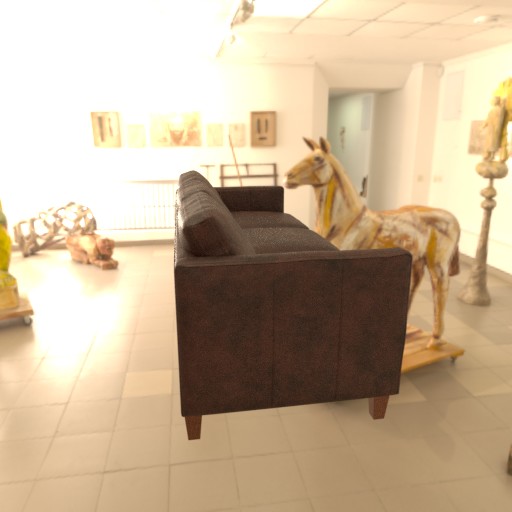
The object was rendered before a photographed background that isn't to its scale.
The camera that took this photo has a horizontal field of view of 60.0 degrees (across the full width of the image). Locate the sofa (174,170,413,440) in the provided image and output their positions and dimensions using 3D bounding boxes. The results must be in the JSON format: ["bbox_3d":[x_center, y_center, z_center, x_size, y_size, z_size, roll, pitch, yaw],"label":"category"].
[{"bbox_3d":[0.000,0.000,2.980,1.045,1.006,2.464,-3,16,-9],"label":"sofa"}]
